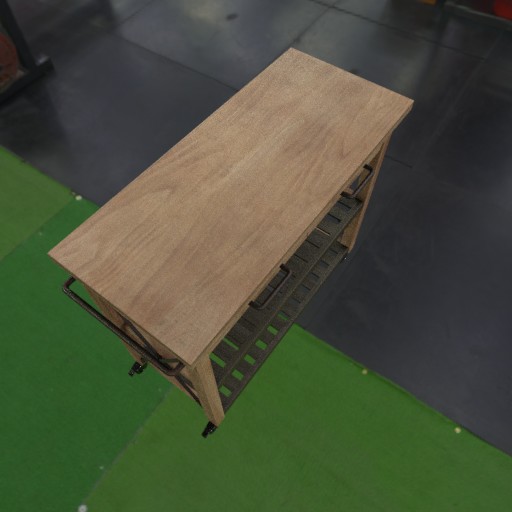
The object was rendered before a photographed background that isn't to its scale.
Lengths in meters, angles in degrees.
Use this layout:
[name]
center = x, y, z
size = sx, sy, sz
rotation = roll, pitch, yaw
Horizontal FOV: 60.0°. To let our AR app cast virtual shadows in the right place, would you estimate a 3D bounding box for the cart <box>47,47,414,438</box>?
[cart]
center = 0.000, 0.000, 0.987
size = 0.298, 0.554, 0.686
rotation = 32, 63, 19
